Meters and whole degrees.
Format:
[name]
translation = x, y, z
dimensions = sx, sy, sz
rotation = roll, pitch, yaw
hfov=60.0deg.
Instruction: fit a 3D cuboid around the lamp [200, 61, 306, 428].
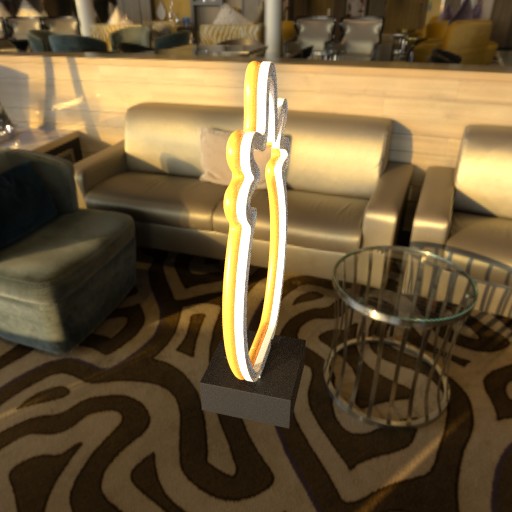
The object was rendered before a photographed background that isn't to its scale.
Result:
[lamp]
translation = 0.000, 0.000, 0.391
dimensions = 0.088, 0.317, 0.167
rotation = 7, 30, 13
